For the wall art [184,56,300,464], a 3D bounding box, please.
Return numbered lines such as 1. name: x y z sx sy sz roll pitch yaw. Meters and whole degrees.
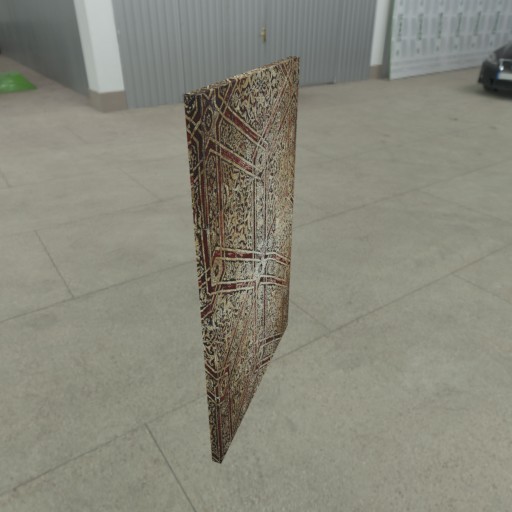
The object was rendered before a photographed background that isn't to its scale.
1. wall art: 0.000 0.000 1.162 0.030 0.904 0.599 10 31 17
